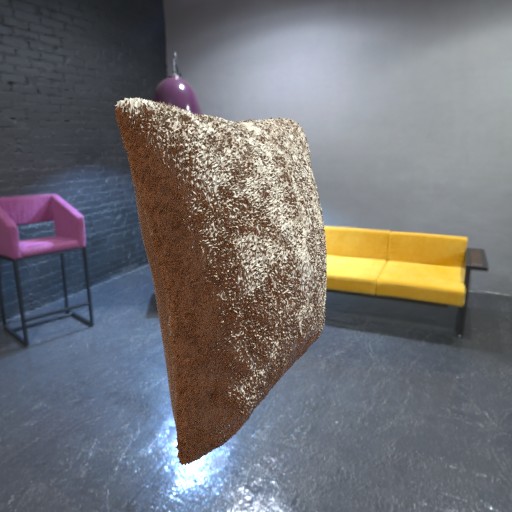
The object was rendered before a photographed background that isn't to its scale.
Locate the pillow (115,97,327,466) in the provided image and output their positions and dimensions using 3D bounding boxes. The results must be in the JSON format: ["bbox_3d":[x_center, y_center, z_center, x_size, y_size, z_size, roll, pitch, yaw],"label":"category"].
[{"bbox_3d":[0.000,0.000,0.809,0.218,0.515,0.529,7,16,26],"label":"pillow"}]
